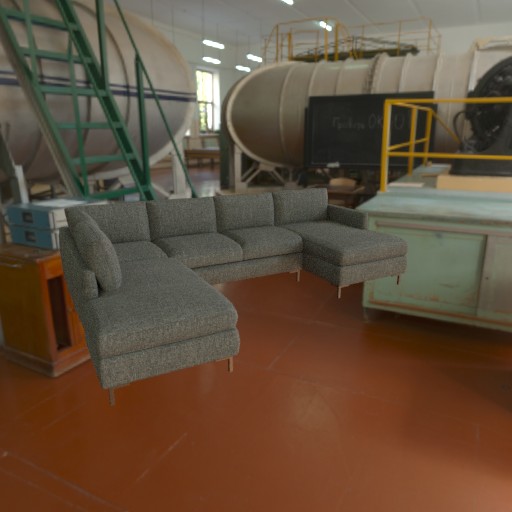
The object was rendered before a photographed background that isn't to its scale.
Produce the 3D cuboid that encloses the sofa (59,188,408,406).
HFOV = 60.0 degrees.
[{"bbox_3d":[0.000,0.000,3.503,2.737,0.756,1.879,-9,18,-27],"label":"sofa"}]
